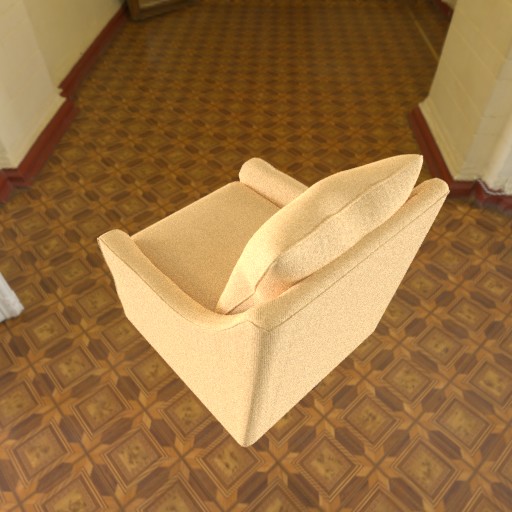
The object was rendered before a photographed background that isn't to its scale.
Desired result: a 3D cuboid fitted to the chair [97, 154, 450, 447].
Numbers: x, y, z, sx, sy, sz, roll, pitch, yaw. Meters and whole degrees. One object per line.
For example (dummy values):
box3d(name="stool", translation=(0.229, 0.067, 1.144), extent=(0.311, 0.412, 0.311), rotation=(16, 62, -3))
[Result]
box3d(name="chair", translation=(0.000, 0.000, 1.561), extent=(0.760, 0.927, 0.876), rotation=(-34, 54, -28))
